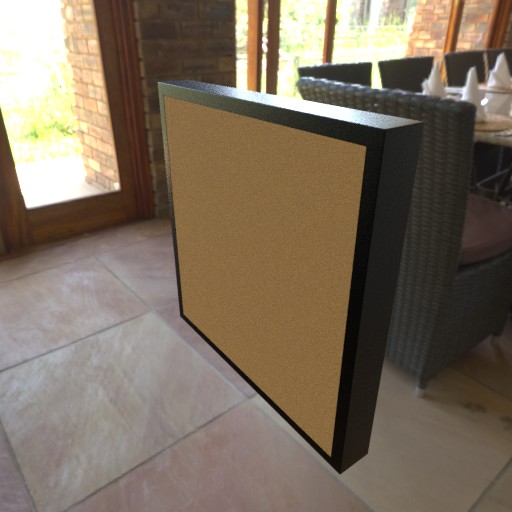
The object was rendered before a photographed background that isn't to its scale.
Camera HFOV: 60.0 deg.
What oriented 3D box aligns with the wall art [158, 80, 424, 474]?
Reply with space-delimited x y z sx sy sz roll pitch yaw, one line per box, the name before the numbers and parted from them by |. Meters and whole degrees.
wall art | 0.000 0.000 0.438 0.037 0.299 0.299 -19 33 -32
